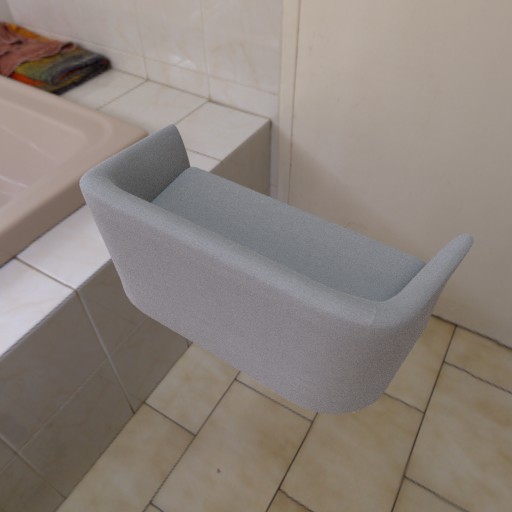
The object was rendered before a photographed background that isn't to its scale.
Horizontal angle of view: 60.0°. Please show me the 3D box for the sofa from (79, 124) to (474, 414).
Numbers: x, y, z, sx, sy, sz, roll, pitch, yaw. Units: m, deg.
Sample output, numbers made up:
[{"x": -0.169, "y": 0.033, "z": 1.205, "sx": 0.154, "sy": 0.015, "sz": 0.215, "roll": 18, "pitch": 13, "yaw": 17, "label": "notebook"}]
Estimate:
[{"x": 0.000, "y": 0.000, "z": 1.837, "sx": 1.452, "sy": 0.721, "sz": 0.705, "roll": 25, "pitch": 51, "yaw": 22, "label": "sofa"}]
